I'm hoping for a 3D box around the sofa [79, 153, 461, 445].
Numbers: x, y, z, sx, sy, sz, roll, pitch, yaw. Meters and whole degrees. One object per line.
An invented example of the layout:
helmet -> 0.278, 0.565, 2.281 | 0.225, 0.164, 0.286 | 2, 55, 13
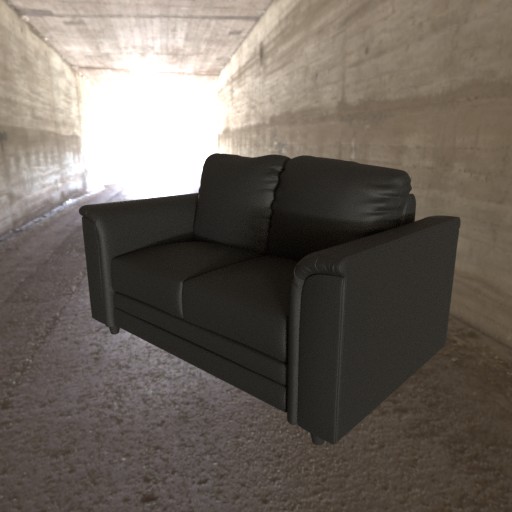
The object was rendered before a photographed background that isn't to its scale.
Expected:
sofa -> 0.000, 0.000, 1.922 | 1.386, 0.845, 0.887 | 13, 20, 41
